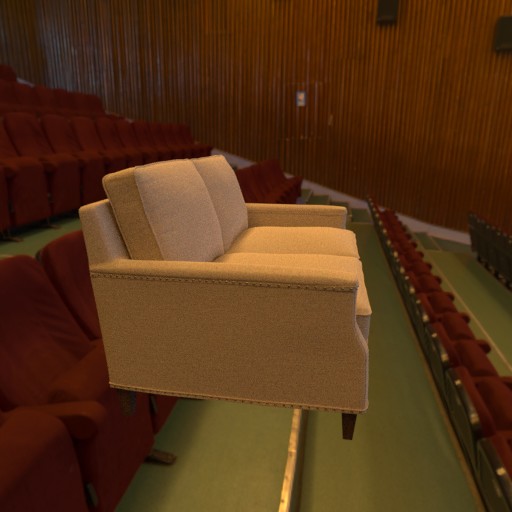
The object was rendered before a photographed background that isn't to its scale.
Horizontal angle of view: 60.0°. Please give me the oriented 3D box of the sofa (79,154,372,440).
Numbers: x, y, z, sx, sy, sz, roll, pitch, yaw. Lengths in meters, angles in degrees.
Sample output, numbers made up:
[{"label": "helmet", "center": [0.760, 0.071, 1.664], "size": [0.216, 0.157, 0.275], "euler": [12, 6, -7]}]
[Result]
[{"label": "sofa", "center": [0.000, 0.000, 2.319], "size": [1.084, 1.003, 1.597], "euler": [3, 15, 9]}]
